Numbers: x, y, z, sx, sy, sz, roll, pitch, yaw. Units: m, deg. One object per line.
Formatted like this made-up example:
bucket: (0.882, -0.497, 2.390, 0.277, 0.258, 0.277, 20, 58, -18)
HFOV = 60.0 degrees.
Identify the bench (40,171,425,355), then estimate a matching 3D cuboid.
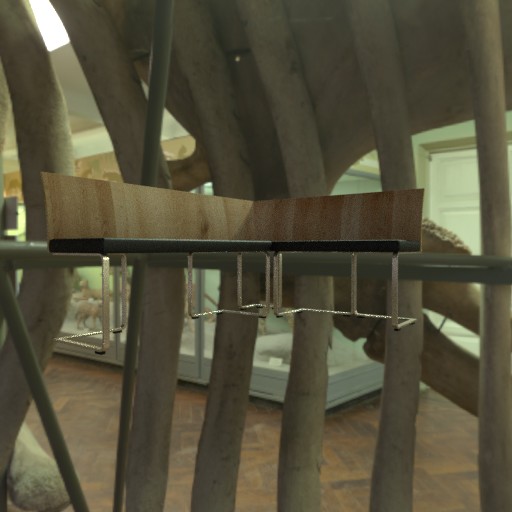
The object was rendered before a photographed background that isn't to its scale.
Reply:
bench: (0.000, 0.000, 2.762, 1.495, 0.930, 1.945, 1, 1, 36)
